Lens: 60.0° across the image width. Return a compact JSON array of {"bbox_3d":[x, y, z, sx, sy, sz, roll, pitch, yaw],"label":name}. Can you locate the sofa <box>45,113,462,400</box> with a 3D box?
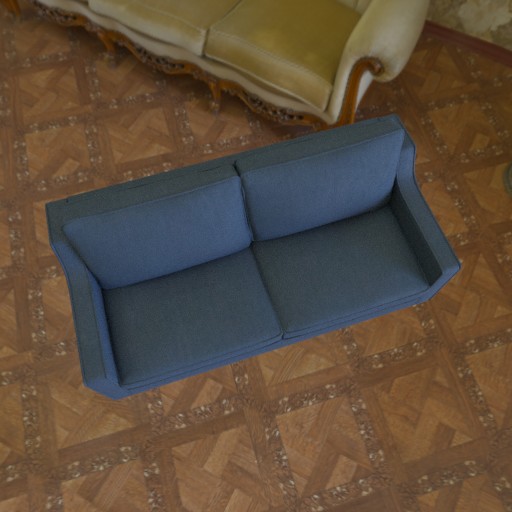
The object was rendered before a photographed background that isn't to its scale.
[{"bbox_3d":[0.000,0.000,2.757,2.178,1.071,1.066,-16,66,-7],"label":"sofa"}]
